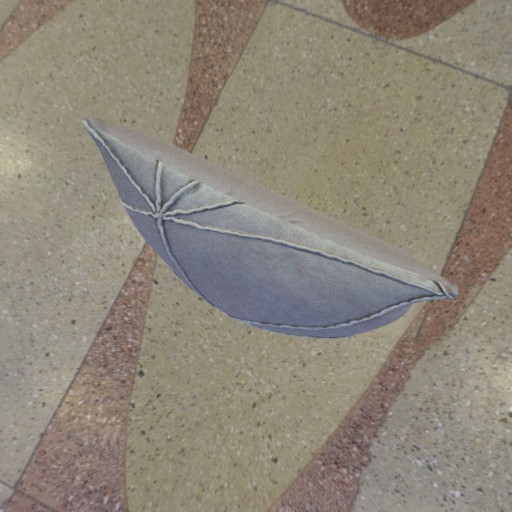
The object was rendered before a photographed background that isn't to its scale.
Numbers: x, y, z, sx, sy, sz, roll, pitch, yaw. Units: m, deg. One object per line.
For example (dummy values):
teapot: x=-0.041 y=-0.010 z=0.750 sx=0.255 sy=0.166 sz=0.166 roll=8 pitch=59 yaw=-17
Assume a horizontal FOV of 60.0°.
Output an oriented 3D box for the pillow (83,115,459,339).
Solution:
pillow: x=0.000 y=0.000 z=0.657 sx=0.439 sy=0.440 sz=0.185 roll=26 pitch=76 yaw=7
